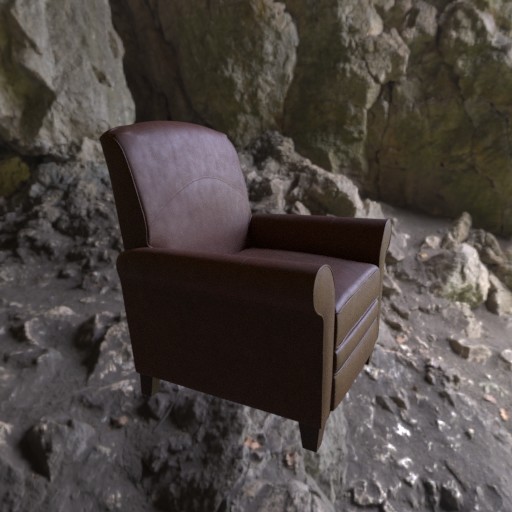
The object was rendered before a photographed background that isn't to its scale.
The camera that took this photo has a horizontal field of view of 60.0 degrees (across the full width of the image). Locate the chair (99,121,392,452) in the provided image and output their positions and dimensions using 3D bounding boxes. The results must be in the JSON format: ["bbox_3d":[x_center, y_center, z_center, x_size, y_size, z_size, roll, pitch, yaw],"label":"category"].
[{"bbox_3d":[0.000,0.000,1.795,0.902,1.061,0.978,8,16,27],"label":"chair"}]
